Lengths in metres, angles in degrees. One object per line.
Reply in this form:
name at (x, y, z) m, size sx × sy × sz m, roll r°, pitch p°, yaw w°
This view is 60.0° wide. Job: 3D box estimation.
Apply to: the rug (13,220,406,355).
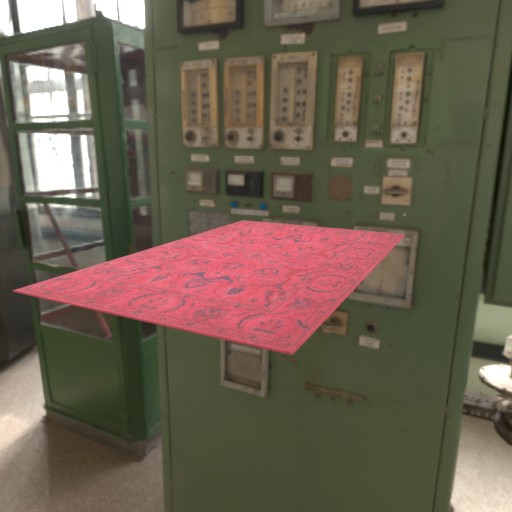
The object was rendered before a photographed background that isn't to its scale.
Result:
rug at (0.000, 0.000, 2.953) m, size 1.534 × 0.010 × 2.423 m, roll 7°, pitch 16°, yaw 26°
